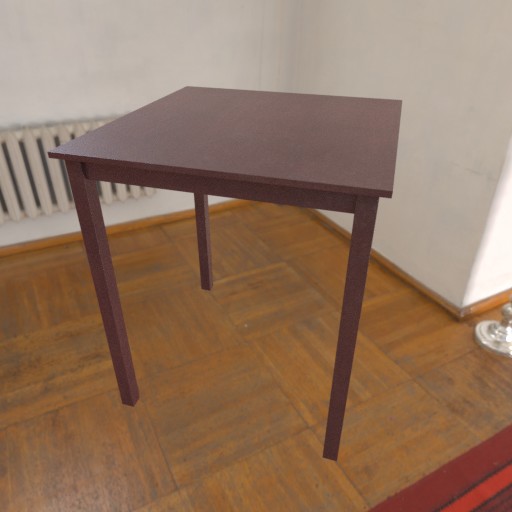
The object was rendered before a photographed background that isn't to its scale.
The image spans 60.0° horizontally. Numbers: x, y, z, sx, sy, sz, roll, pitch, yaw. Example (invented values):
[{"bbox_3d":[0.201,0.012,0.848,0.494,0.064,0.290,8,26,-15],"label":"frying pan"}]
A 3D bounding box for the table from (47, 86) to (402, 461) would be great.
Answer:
[{"bbox_3d":[0.000,0.000,1.645,0.861,0.991,0.861,9,33,14],"label":"table"}]
